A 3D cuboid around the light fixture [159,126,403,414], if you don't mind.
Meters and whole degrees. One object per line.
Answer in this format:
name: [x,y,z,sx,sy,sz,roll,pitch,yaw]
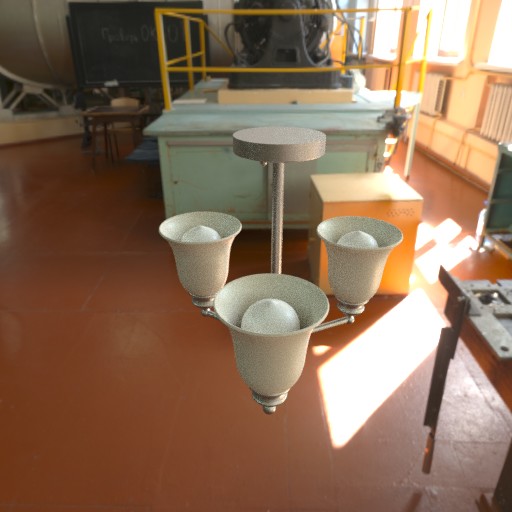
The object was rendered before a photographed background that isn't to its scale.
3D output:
light fixture: [0.000,0.000,0.674,0.354,0.370,0.388,17,31,31]
